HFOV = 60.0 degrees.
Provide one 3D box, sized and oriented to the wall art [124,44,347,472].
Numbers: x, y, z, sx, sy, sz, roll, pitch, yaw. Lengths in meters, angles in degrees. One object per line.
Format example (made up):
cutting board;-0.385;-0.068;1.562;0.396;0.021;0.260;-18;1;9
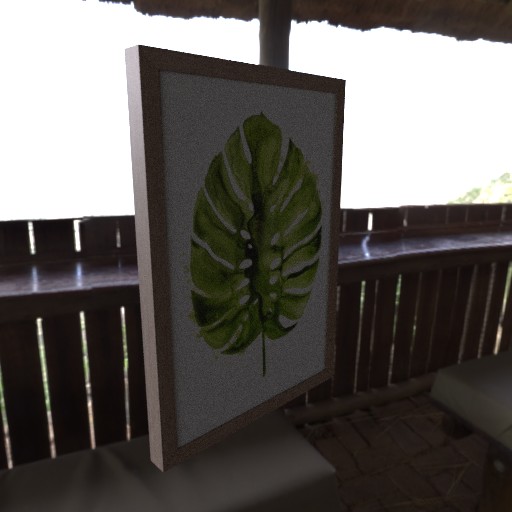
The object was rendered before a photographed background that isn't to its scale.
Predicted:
wall art;0.000;0.000;0.641;0.358;0.510;0.032;-13;19;-42
